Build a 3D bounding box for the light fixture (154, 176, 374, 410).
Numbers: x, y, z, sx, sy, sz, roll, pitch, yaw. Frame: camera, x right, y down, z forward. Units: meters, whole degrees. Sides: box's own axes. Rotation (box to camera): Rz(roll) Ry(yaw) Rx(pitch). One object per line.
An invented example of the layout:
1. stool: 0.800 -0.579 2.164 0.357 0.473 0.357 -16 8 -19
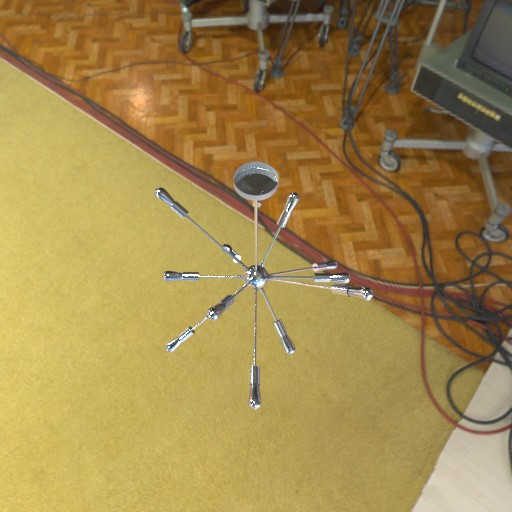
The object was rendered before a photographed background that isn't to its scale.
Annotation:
1. light fixture: 0.000 0.000 1.088 0.509 0.558 0.684 0 58 0
